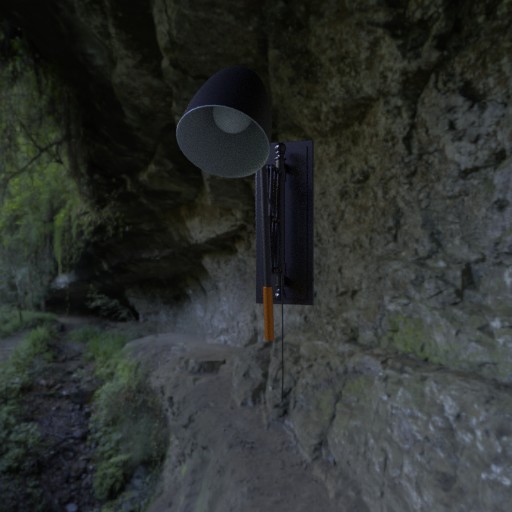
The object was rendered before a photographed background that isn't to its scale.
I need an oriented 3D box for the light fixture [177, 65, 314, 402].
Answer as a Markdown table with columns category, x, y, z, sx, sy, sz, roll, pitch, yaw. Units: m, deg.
| category | x | y | z | sx | sy | sz | roll | pitch | yaw |
| --- | --- | --- | --- | --- | --- | --- | --- | --- | --- |
| light fixture | 0.000 | 0.000 | 0.930 | 0.162 | 0.715 | 0.499 | 0 | 0 | 18 |
